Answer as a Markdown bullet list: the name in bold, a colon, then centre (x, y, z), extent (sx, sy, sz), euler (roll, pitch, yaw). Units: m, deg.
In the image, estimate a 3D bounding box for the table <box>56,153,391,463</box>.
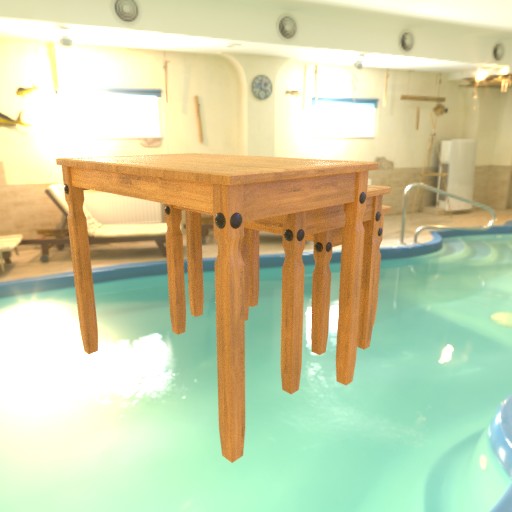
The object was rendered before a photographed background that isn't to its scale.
- **table**: centre (0.000, 0.000, 1.229), extent (0.773, 0.535, 0.660), euler (-15, 21, -43)
